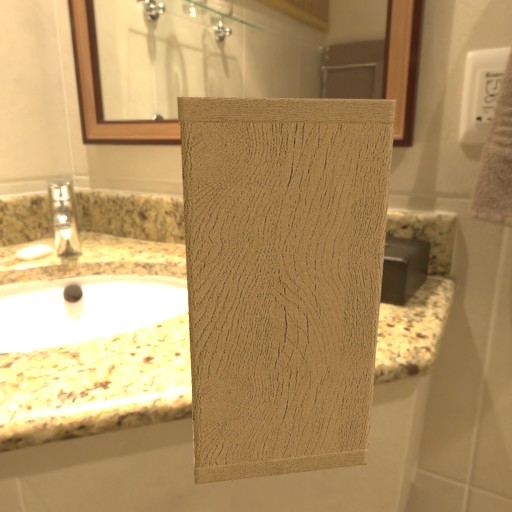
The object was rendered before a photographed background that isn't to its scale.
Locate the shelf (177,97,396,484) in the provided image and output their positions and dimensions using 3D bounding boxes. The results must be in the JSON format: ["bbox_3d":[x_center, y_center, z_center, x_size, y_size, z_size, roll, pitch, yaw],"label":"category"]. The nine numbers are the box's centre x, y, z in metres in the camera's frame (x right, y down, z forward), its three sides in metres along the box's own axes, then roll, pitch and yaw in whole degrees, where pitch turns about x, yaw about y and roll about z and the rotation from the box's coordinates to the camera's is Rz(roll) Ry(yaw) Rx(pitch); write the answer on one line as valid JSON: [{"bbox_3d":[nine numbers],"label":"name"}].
[{"bbox_3d":[0.000,0.000,1.252,0.390,0.786,0.790,-2,16,-9],"label":"shelf"}]
